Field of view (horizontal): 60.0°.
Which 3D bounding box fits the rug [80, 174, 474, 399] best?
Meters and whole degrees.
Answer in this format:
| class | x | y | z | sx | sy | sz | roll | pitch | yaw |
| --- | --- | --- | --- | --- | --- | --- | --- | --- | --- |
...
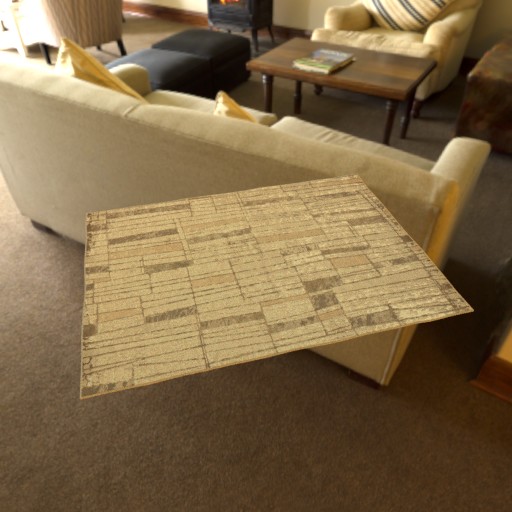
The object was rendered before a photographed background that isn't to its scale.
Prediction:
| class | x | y | z | sx | sy | sz | roll | pitch | yaw |
| --- | --- | --- | --- | --- | --- | --- | --- | --- | --- |
| rug | 0.000 | 0.000 | 4.488 | 3.357 | 0.019 | 2.449 | -10 | 42 | -11 |
